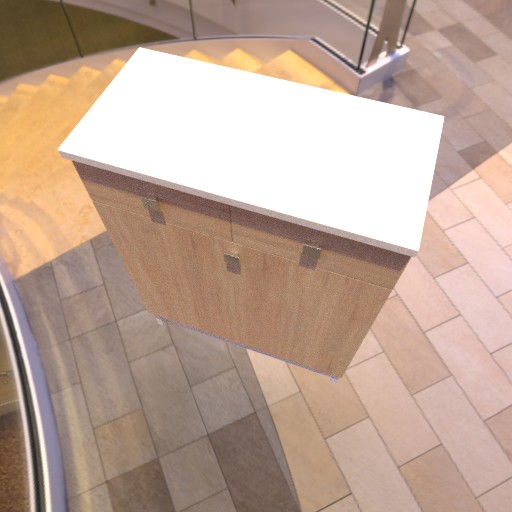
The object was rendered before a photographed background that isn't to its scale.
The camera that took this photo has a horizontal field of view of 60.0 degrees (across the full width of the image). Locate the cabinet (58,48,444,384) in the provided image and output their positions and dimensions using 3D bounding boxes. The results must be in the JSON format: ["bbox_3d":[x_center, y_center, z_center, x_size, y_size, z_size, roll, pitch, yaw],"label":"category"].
[{"bbox_3d":[0.000,0.000,1.107,0.600,0.815,0.296,17,60,10],"label":"cabinet"}]
